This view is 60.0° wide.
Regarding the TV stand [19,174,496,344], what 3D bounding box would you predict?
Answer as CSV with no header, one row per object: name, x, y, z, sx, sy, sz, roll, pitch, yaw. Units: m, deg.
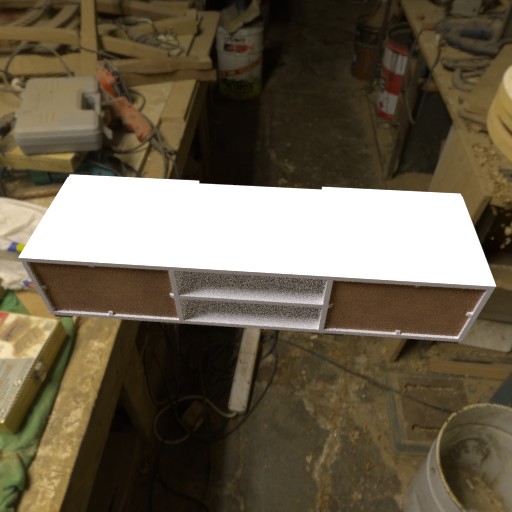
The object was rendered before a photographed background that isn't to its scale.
TV stand,0.000,0.000,1.551,1.400,0.310,0.420,3,47,3
